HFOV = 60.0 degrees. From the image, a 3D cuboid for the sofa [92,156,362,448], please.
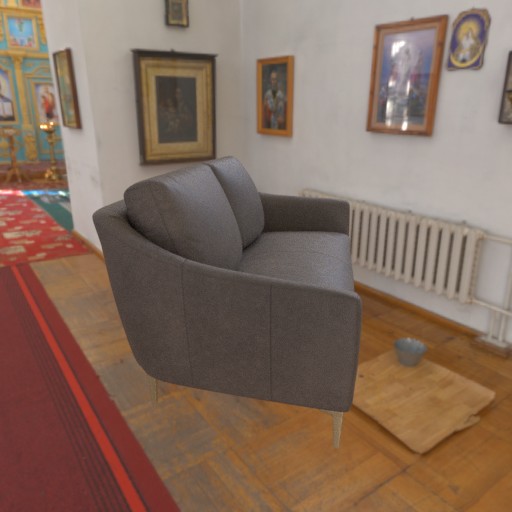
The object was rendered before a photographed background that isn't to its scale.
[{"bbox_3d":[0.000,0.000,2.201,0.960,0.902,1.619,3,17,10],"label":"sofa"}]
